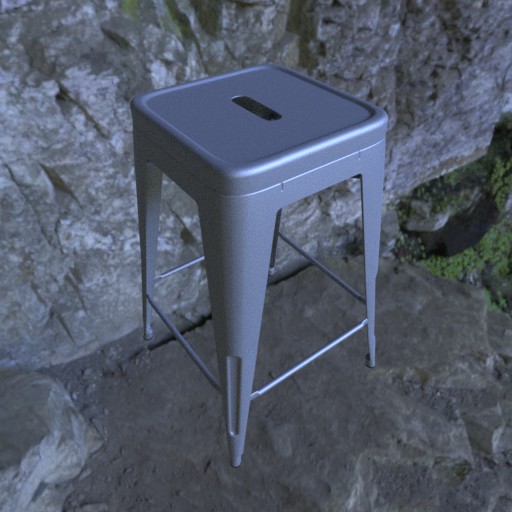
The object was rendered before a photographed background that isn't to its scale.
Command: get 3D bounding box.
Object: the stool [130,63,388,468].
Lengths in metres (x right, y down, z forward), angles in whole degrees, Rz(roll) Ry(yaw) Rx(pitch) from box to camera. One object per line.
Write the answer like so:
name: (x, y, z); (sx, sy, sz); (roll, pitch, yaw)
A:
stool: (0.000, 0.000, 0.872); (0.406, 0.610, 0.406); (-26, 47, -27)
